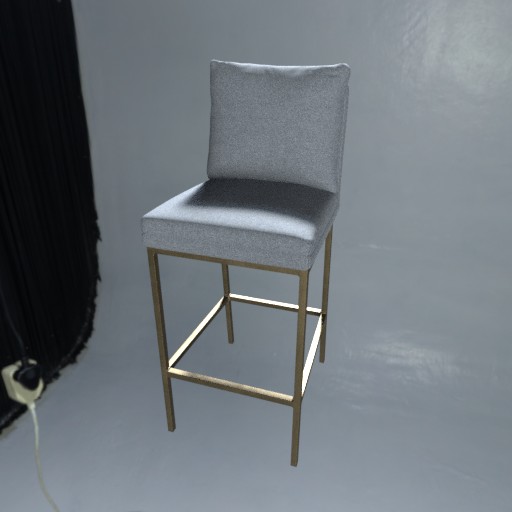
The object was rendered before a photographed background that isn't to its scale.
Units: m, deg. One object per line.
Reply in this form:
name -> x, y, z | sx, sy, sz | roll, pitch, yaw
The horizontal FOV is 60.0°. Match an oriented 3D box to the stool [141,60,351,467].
stool -> 0.000, 0.000, 1.413 | 0.463, 1.130, 0.569 | 8, 27, 17
